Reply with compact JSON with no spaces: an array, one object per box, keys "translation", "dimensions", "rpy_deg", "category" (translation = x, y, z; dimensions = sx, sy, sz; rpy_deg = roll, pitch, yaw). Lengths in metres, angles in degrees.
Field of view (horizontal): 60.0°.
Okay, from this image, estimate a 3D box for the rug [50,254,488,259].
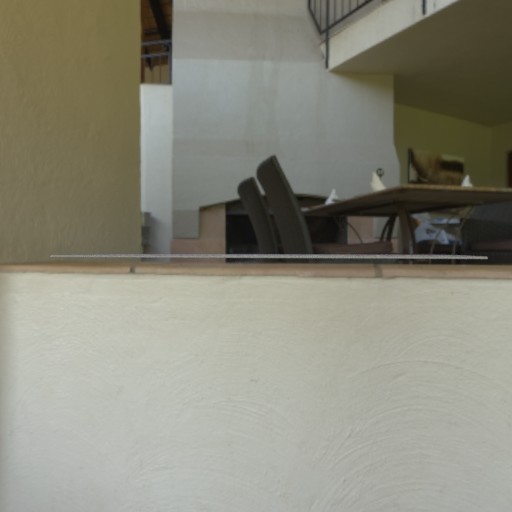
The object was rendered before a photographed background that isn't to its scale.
[{"translation":[0.000,0.000,2.042],"dimensions":[1.827,0.012,0.553],"rpy_deg":[0,1,17],"category":"rug"}]
